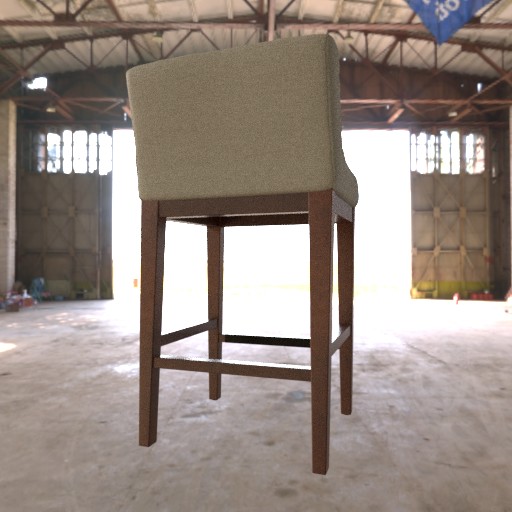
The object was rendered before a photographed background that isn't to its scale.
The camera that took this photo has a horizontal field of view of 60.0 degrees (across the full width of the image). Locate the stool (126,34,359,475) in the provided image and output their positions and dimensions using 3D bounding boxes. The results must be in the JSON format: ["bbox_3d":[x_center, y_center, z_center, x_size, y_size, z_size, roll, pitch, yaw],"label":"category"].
[{"bbox_3d":[0.000,0.000,1.202,0.511,0.937,0.500,0,-1,19],"label":"stool"}]
